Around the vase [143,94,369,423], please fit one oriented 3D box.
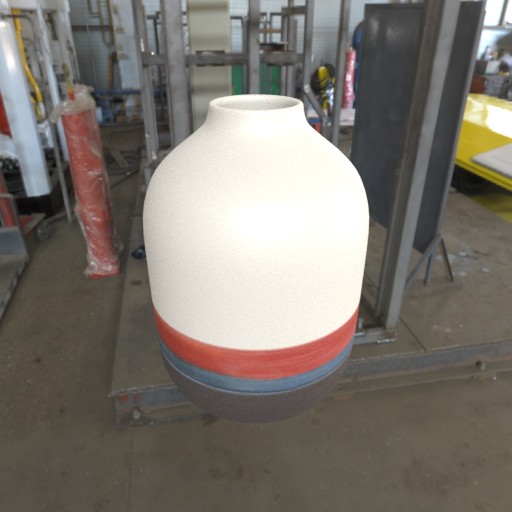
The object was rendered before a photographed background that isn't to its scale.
[{"bbox_3d":[0.000,0.000,0.355,0.169,0.237,0.169,0,29,0],"label":"vase"}]
